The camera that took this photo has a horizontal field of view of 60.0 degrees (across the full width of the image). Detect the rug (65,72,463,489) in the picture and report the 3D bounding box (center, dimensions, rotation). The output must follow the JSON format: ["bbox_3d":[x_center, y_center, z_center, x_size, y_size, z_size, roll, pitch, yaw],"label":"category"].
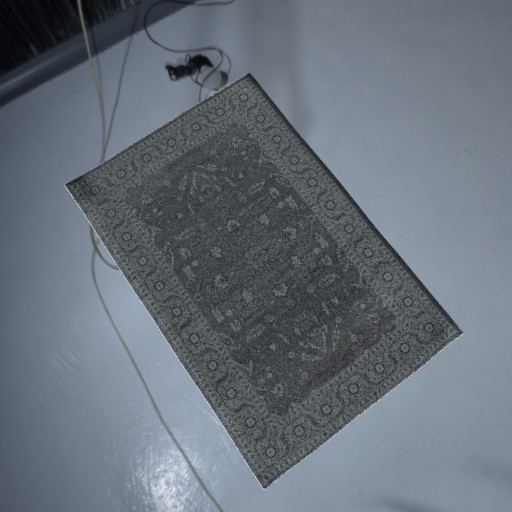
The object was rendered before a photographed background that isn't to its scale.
[{"bbox_3d":[0.000,0.000,2.270,1.209,0.019,1.828,-35,78,-8],"label":"rug"}]
